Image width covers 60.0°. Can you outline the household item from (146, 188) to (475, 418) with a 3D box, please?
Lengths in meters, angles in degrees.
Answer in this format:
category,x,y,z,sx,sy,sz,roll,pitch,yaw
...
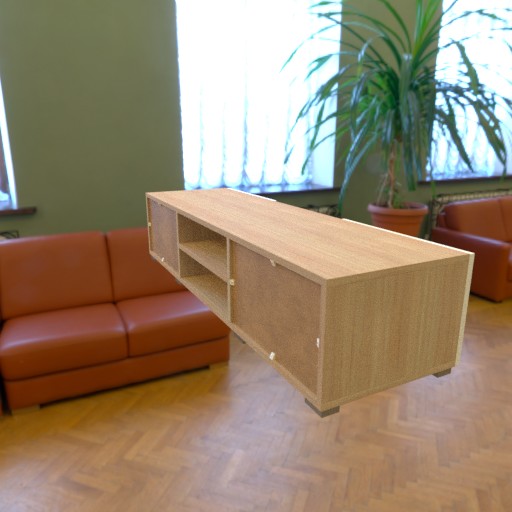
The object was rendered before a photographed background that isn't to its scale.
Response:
category,x,y,z,sx,sy,sz,roll,pitch,yaw
household item,0.000,0.000,1.573,0.420,0.310,1.400,-8,17,-26
